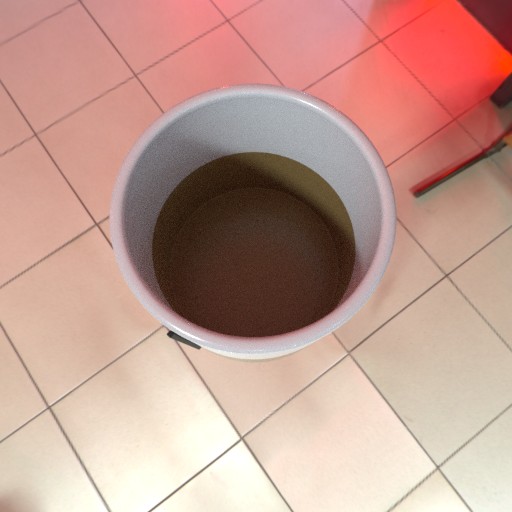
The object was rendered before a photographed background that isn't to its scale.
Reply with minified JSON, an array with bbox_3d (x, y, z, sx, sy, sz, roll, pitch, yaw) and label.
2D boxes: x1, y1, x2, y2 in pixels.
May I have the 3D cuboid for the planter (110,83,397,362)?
[{"bbox_3d":[0.000,0.000,0.669,0.310,0.432,0.310,-3,75,-1],"label":"planter"}]
